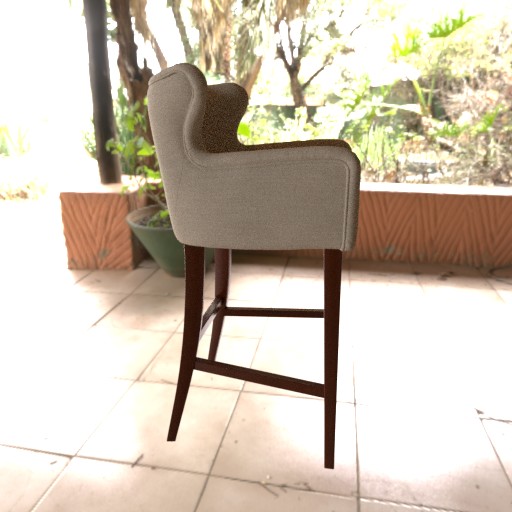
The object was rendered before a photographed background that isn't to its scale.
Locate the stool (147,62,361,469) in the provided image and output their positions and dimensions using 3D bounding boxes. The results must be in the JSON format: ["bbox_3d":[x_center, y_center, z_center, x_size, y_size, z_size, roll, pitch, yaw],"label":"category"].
[{"bbox_3d":[0.000,0.000,1.349,0.563,1.034,0.556,3,17,9],"label":"stool"}]
